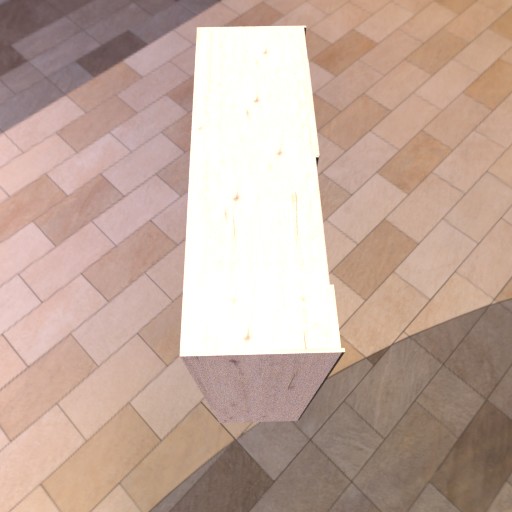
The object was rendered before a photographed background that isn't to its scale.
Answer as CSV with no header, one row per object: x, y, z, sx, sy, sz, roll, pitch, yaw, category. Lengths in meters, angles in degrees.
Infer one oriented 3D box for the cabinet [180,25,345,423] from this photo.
0.000,0.000,3.193,0.660,2.180,2.000,-1,63,-1,cabinet
